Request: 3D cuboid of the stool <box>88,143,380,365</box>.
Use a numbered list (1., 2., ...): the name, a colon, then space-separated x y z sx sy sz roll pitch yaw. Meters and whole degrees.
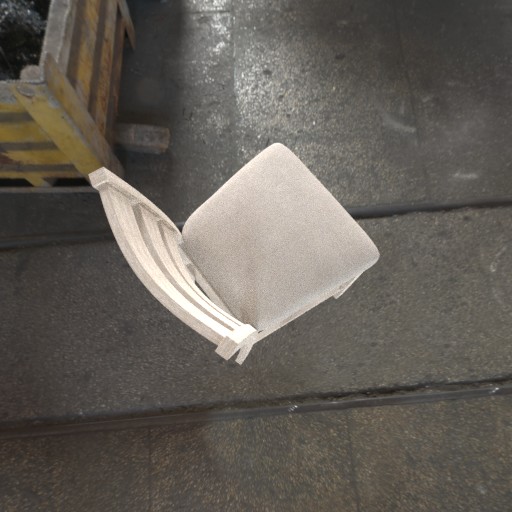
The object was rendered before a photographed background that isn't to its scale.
1. stool: 0.000 0.000 1.343 0.569 1.032 0.484 -37 77 -10
